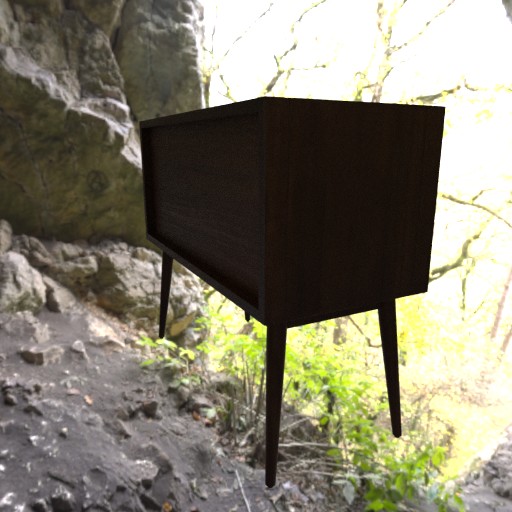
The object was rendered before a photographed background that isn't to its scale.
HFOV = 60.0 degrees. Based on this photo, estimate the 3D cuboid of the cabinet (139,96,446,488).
[{"bbox_3d":[0.000,0.000,1.081,0.354,0.654,0.743,-7,16,-26],"label":"cabinet"}]
